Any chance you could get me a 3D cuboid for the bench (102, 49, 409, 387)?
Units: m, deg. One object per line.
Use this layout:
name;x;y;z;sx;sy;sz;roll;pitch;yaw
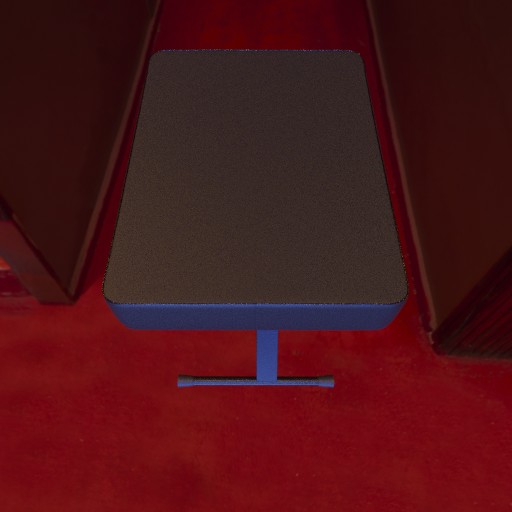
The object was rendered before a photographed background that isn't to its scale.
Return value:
bench;0.000;0.000;0.770;0.321;0.500;0.424;0;58;0
